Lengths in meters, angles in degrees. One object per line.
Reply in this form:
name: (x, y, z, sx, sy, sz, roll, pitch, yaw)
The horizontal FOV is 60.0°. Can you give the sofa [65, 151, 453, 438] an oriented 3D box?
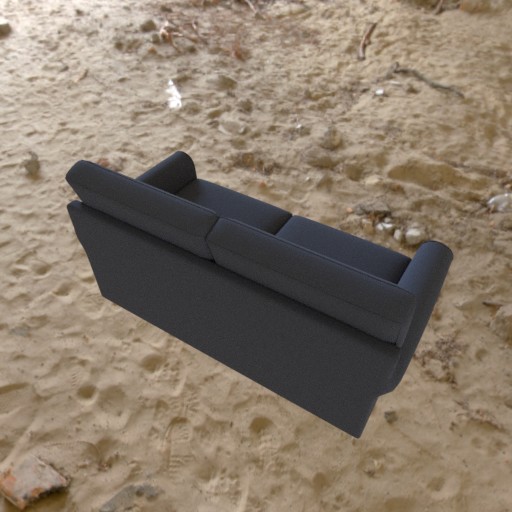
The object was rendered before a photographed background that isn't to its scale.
sofa: (0.000, 0.000, 2.516, 1.930, 1.020, 0.940, 23, 49, 22)
